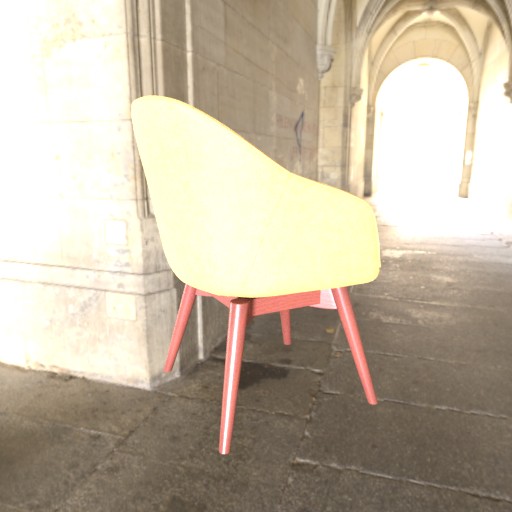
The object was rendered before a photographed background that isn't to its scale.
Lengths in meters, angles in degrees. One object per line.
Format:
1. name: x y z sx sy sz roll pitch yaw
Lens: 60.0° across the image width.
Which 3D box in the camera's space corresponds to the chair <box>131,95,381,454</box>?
1. chair: 0.000 0.000 1.266 0.635 0.823 0.596 -7 14 -27
